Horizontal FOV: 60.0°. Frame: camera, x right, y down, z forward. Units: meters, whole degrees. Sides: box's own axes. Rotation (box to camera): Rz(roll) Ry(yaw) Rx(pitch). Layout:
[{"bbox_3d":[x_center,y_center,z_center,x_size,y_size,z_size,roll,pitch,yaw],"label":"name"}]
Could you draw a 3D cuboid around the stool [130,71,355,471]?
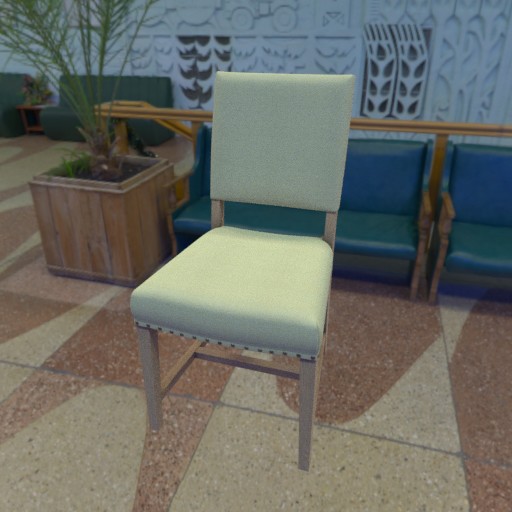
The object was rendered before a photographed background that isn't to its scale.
[{"bbox_3d":[0.000,0.000,1.338,0.508,0.986,0.623,8,28,16],"label":"stool"}]
